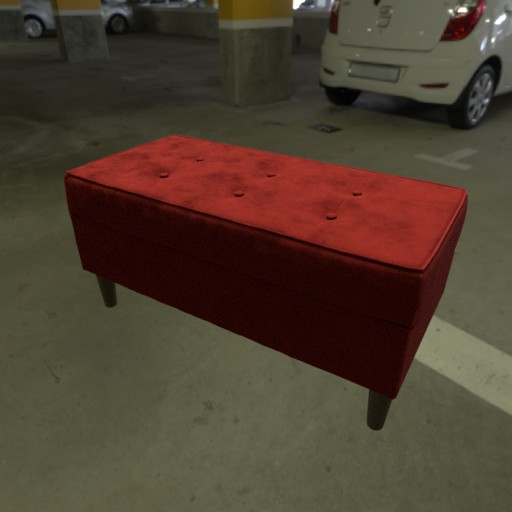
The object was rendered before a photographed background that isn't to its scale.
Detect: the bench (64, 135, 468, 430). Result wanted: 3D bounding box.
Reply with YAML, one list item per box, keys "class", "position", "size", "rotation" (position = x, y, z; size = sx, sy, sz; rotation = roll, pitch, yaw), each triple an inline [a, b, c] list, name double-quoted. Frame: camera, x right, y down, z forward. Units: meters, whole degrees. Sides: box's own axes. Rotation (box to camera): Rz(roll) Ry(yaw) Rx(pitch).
- class: "bench"
  position: [0.000, 0.000, 1.299]
  size: [1.016, 0.471, 0.492]
  rotation: [18, 35, 27]
